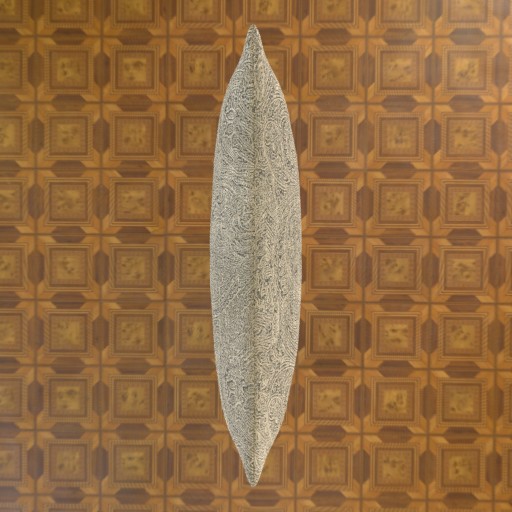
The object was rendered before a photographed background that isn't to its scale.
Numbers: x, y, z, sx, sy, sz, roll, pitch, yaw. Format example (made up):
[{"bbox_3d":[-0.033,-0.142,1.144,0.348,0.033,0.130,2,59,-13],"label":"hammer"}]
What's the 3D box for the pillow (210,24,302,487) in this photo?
[{"bbox_3d":[0.000,0.000,0.732,0.151,0.295,0.615,0,91,1],"label":"pillow"}]
